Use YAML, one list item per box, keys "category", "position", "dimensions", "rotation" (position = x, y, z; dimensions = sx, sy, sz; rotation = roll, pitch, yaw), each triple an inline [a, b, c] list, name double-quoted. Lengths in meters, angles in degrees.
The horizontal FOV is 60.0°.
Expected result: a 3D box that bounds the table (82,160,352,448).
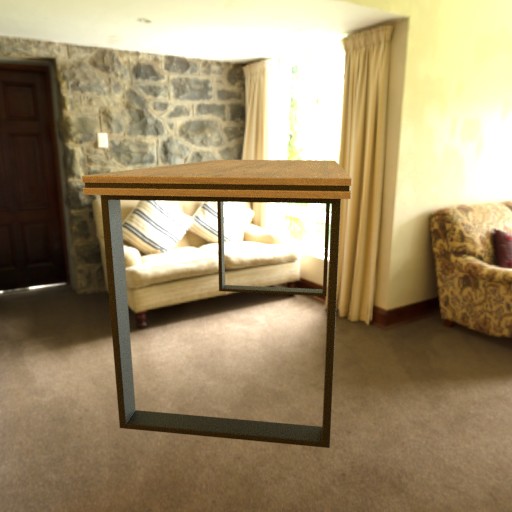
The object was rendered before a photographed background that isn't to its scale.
- category: "table"
  position: [0.000, 0.000, 2.235]
  dimensions: [0.795, 0.899, 1.778]
  rotation: [2, 14, 8]
